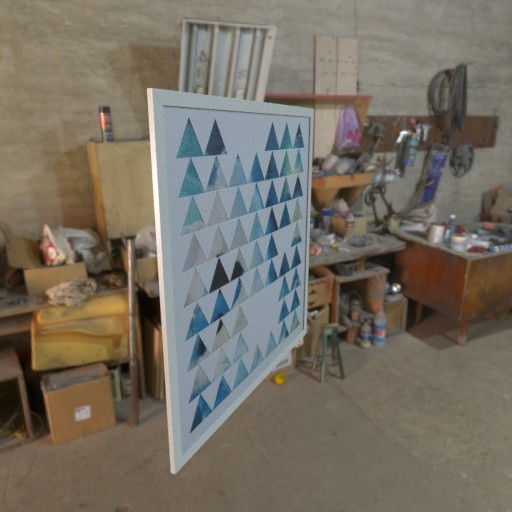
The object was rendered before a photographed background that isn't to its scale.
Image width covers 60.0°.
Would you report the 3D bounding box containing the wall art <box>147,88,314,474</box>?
[{"bbox_3d":[0.000,0.000,1.228,0.012,0.809,0.809,8,18,26],"label":"wall art"}]
